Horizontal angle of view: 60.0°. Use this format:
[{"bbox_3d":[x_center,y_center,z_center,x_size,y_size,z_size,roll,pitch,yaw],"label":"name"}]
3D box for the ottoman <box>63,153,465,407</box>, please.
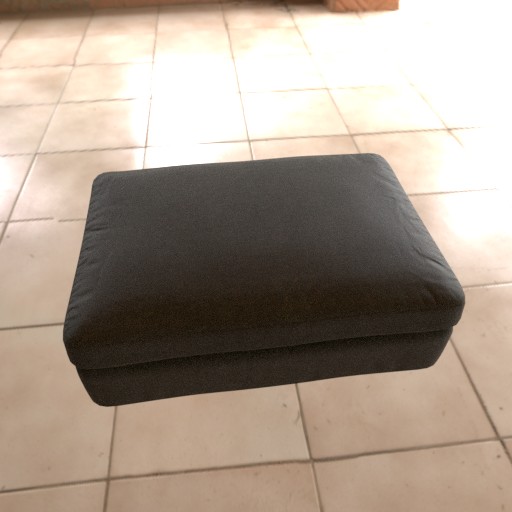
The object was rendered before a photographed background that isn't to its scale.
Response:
[{"bbox_3d":[0.000,0.000,1.612,1.199,0.429,0.840,-5,46,-5],"label":"ottoman"}]
